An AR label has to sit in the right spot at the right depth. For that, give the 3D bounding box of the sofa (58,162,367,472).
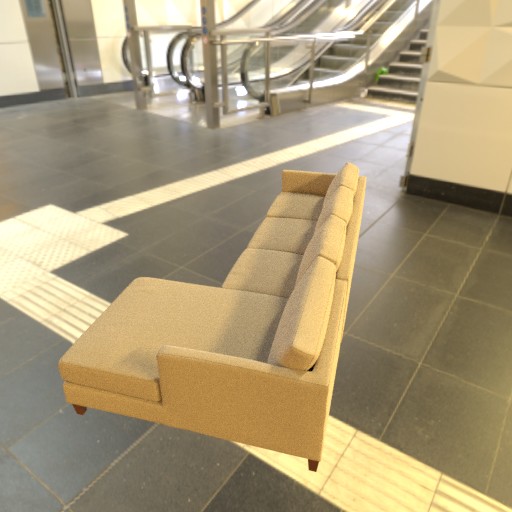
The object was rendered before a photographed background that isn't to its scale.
[{"bbox_3d":[0.000,0.000,3.775,1.625,0.861,3.186,8,30,13],"label":"sofa"}]
